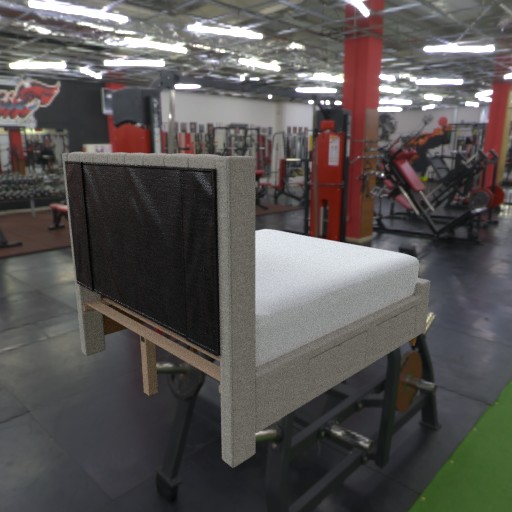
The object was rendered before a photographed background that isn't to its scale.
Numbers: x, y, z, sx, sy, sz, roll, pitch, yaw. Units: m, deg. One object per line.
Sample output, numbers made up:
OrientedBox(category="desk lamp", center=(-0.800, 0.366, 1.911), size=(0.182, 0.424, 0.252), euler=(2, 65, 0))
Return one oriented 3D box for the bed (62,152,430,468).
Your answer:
OrientedBox(category="bed", center=(0.000, 0.000, 3.809), size=(2.372, 1.748, 2.044), euler=(-13, 19, -42))
